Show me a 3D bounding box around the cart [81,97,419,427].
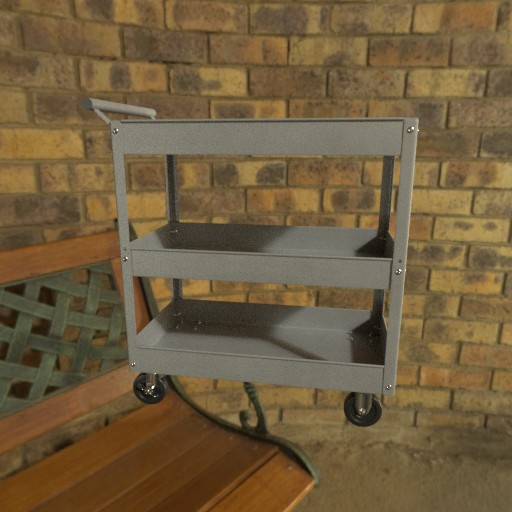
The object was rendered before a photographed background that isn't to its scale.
[{"bbox_3d":[0.000,0.000,1.185,0.719,0.780,0.366,3,15,10],"label":"cart"}]
